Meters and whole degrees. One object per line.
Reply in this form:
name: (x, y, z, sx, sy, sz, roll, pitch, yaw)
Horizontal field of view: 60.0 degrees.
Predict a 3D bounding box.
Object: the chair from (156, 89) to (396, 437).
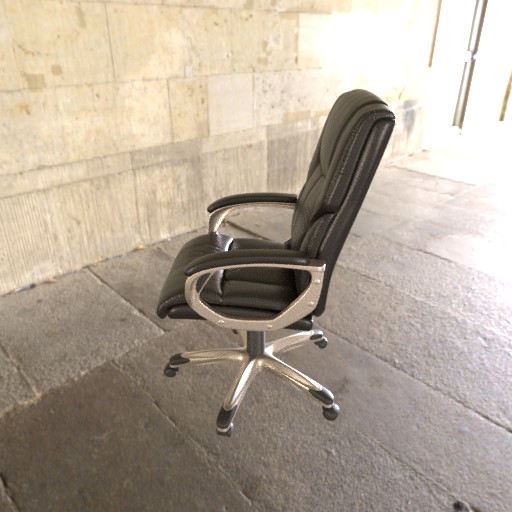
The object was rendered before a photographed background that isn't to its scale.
chair: (0.000, 0.000, 1.638, 0.780, 1.145, 0.700, 1, 26, 2)
